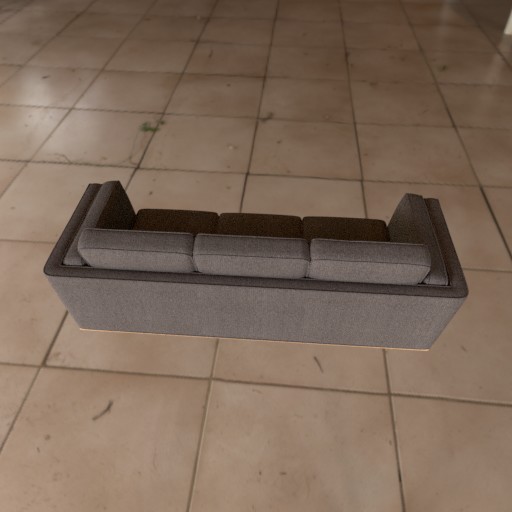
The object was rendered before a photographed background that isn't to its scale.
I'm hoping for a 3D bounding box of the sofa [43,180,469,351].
[{"bbox_3d":[0.000,0.000,2.862,2.362,0.899,0.903,3,46,3],"label":"sofa"}]
